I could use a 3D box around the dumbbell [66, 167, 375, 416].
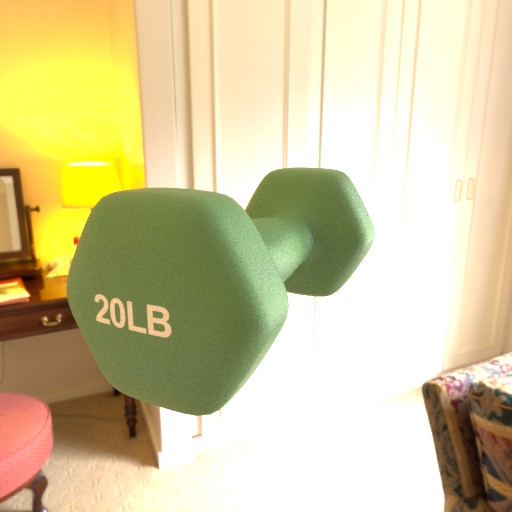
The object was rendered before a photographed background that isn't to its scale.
[{"bbox_3d":[0.000,0.000,0.318,0.126,0.114,0.257,7,16,26],"label":"dumbbell"}]
